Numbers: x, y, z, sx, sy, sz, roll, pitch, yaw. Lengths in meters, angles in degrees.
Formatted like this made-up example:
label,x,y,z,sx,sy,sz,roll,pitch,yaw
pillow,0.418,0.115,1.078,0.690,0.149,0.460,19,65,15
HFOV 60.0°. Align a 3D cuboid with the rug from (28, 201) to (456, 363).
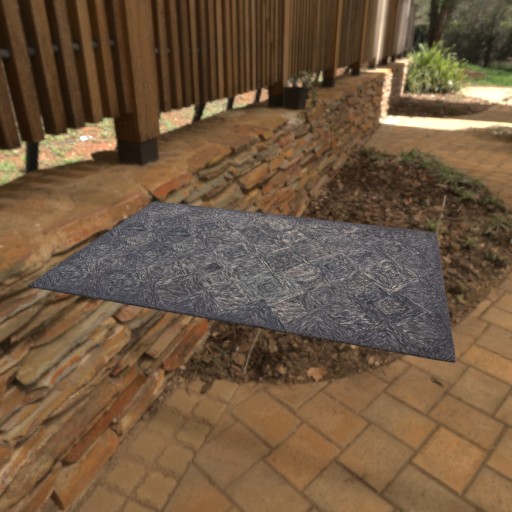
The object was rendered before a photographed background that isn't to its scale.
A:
label,x,y,z,sx,sy,sz,roll,pitch,yaw
rug,0.000,0.000,2.201,1.754,0.010,1.139,8,28,15
